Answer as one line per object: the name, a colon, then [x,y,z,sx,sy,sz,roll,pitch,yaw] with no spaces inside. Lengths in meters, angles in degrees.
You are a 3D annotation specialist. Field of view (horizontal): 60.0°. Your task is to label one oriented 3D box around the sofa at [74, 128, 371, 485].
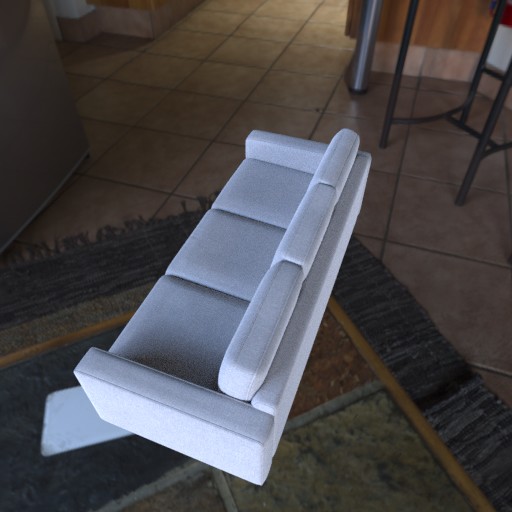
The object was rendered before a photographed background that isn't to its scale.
sofa: [0.000,0.000,2.576,0.900,0.800,2.120,16,48,14]
